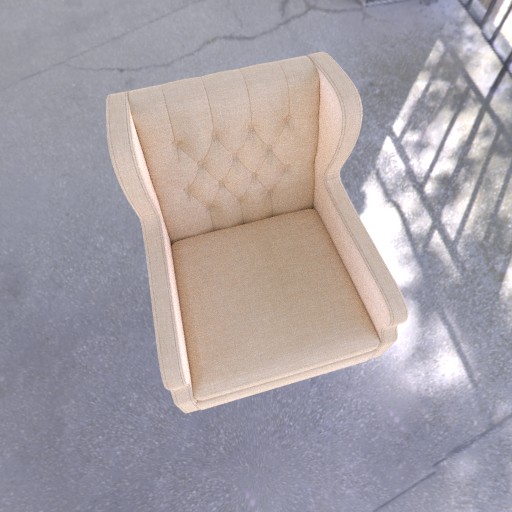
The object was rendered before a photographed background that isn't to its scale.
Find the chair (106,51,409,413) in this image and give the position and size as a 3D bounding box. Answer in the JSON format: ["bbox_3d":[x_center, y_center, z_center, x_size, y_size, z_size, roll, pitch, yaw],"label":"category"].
[{"bbox_3d":[0.000,0.000,1.448,0.710,0.930,0.760,-14,64,-7],"label":"chair"}]
